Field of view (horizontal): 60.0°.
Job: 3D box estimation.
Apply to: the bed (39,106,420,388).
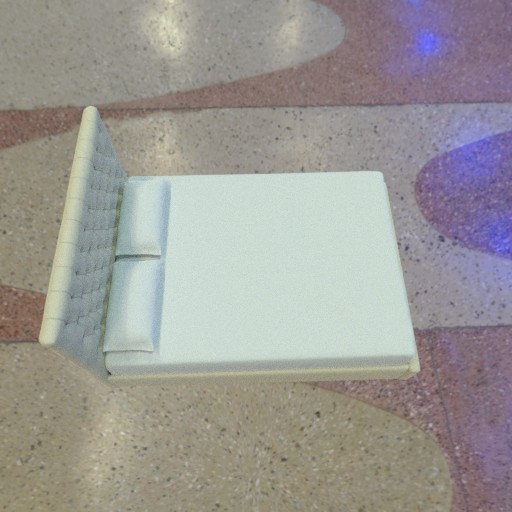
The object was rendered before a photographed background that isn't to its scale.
[{"bbox_3d":[0.000,0.000,3.343,2.387,1.427,1.698,-1,64,-1],"label":"bed"}]
